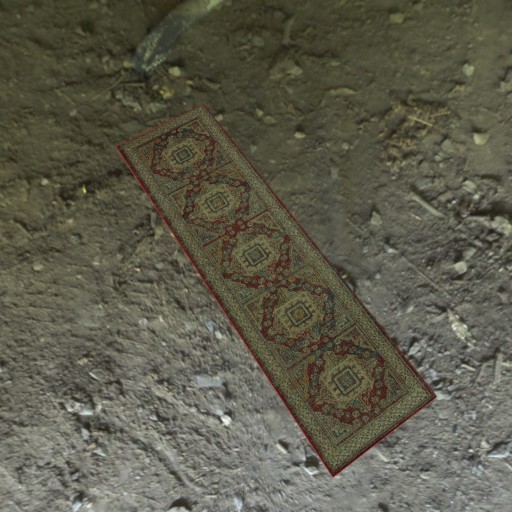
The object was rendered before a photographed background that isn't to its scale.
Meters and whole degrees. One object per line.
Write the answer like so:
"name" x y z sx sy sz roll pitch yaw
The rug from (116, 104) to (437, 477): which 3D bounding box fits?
"rug" 0.000 0.000 2.537 0.659 0.015 2.292 -31 69 -13
